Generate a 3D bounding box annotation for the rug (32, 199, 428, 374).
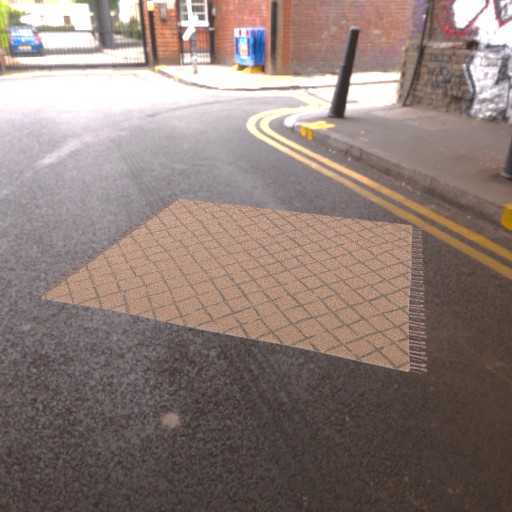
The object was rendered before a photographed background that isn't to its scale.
[{"bbox_3d":[0.000,0.000,4.952,3.585,0.036,2.892,8,28,16],"label":"rug"}]
